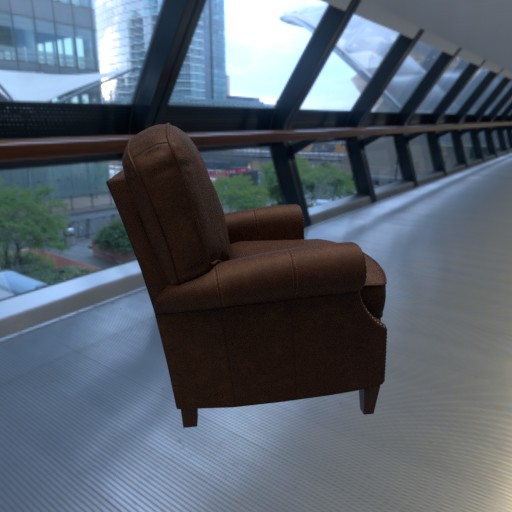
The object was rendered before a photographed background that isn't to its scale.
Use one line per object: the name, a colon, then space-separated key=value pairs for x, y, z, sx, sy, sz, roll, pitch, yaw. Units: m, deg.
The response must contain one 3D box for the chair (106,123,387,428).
chair: x=0.000 y=0.000 z=1.772 sx=0.986 sy=1.018 sz=0.936 roll=-2 pitch=16 yaw=-8
